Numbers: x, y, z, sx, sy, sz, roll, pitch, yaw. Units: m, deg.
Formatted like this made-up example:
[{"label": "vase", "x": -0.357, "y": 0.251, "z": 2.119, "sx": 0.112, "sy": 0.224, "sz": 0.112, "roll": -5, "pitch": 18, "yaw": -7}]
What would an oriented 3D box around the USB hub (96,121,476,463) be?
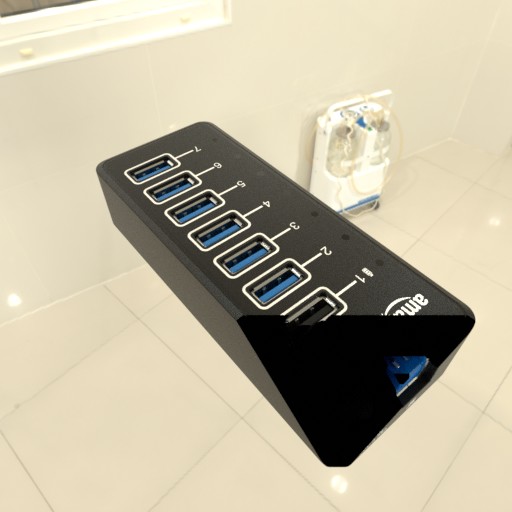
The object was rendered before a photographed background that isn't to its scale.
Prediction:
[{"label": "USB hub", "x": 0.000, "y": 0.000, "z": 0.128, "sx": 0.044, "sy": 0.023, "sz": 0.110, "roll": -31, "pitch": 55, "yaw": -25}]
